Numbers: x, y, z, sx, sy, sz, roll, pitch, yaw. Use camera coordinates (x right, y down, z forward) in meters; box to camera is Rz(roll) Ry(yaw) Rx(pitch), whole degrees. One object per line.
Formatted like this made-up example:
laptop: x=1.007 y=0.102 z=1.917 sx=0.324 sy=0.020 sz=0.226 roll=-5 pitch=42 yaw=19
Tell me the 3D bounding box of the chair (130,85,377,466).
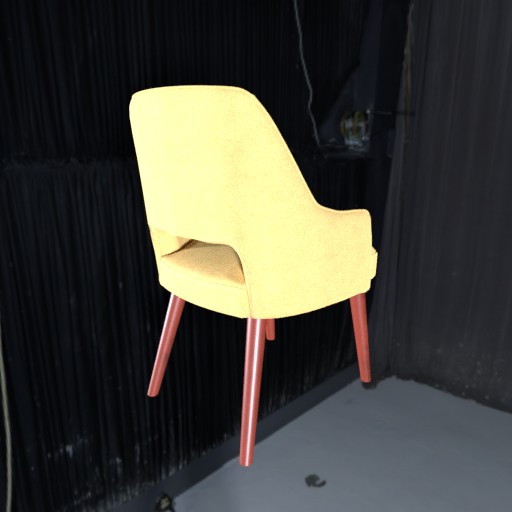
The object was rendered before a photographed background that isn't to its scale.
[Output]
chair: x=0.000 y=0.000 z=1.244 sx=0.605 sy=0.849 sz=0.548 roll=-15 pitch=21 yaw=-43
